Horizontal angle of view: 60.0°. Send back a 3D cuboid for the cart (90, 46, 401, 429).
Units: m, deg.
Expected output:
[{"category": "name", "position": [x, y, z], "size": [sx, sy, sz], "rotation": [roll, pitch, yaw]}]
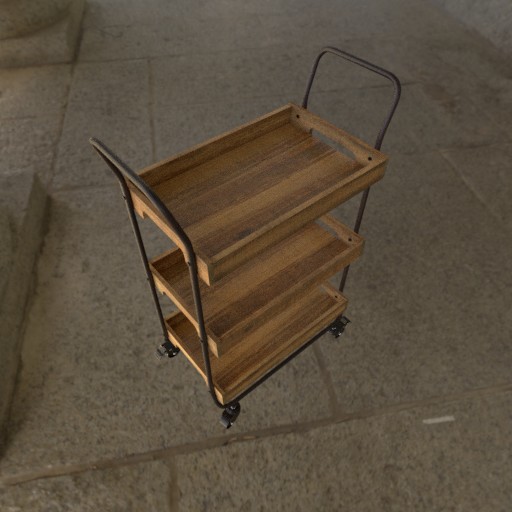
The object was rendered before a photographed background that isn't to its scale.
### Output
[{"category": "cart", "position": [0.000, 0.000, 1.142], "size": [0.583, 0.857, 0.339], "rotation": [-32, 55, -26]}]
